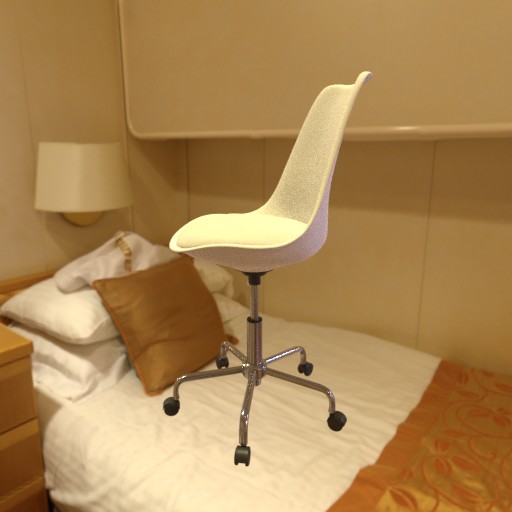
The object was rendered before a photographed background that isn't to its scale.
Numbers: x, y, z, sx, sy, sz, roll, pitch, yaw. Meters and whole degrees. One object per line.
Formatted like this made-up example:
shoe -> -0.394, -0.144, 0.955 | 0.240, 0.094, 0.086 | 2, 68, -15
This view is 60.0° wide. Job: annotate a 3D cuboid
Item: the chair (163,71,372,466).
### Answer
chair -> 0.000, 0.000, 1.229 | 0.550, 0.930, 0.550 | -2, 14, -9
